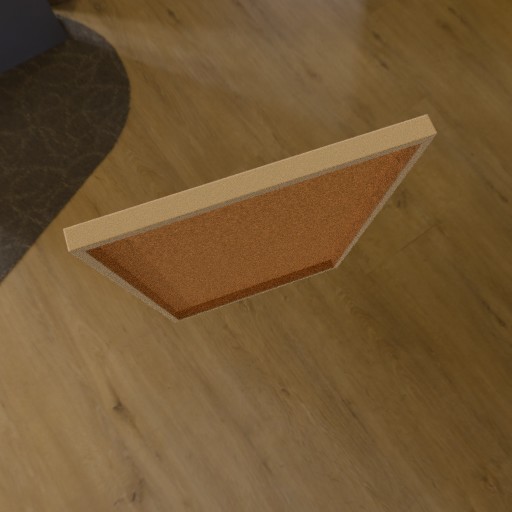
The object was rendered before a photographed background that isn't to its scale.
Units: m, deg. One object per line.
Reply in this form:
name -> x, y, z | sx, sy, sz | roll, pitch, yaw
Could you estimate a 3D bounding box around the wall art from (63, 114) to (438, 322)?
wall art -> 0.000, 0.000, 1.140 | 0.610, 0.914, 0.038 | -18, 76, -5
